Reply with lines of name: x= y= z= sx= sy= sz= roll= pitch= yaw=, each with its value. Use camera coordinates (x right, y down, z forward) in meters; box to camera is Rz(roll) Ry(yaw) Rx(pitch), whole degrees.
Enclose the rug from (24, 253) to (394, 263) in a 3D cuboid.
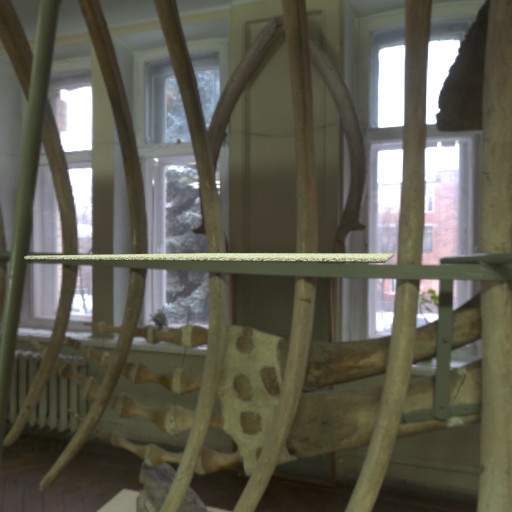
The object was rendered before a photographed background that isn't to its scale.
rug: x=0.000 y=0.000 z=4.161 sx=2.438 sy=0.029 sz=3.047 roll=0 pitch=1 yaw=18
